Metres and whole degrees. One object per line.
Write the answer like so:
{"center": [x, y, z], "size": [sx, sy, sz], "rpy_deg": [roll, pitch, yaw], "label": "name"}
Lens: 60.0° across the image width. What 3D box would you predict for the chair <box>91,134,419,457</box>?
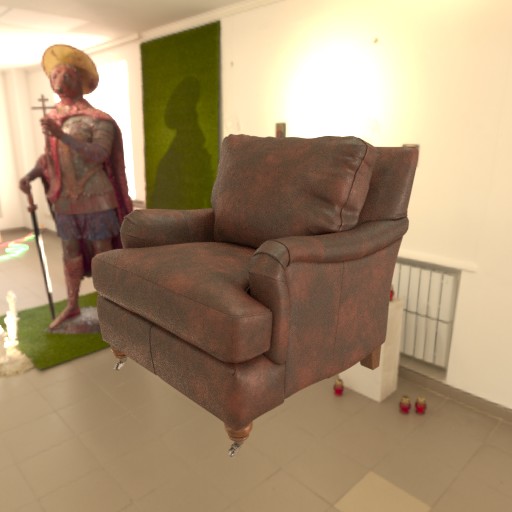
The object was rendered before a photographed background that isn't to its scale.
{"center": [0.000, 0.000, 1.972], "size": [1.156, 1.051, 0.987], "rpy_deg": [-14, 21, -43], "label": "chair"}
